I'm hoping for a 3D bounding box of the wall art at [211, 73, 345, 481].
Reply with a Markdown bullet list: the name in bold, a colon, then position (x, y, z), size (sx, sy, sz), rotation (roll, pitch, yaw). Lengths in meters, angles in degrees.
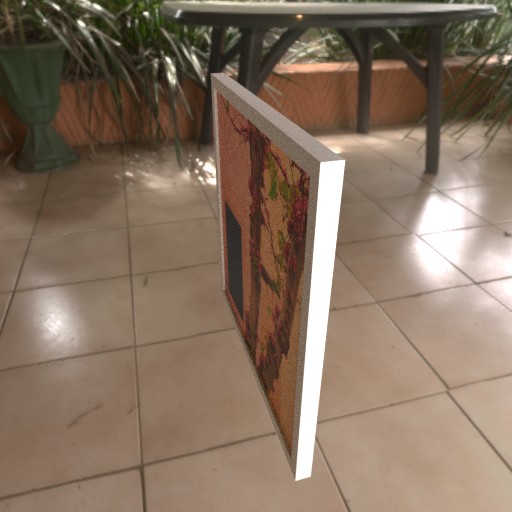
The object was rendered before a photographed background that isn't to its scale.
- **wall art**: position (0.000, 0.000, 1.138), size (0.038, 0.762, 0.762), rotation (-9, 33, -14)
